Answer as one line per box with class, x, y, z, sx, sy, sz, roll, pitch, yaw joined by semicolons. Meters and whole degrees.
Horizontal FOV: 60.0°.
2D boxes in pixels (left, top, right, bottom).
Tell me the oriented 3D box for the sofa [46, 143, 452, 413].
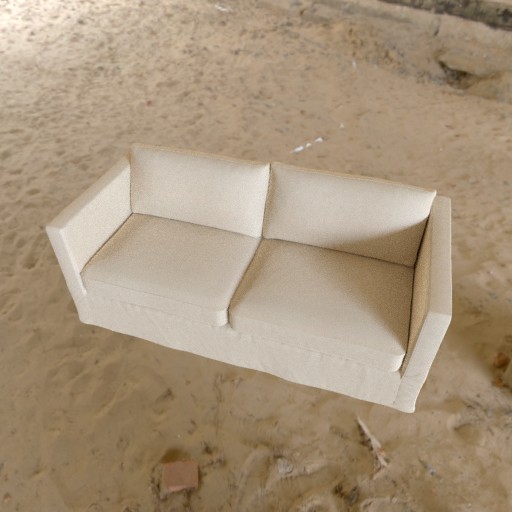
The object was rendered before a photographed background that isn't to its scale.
sofa;0.000;0.000;2.520;1.987;0.870;0.940;12;43;13
